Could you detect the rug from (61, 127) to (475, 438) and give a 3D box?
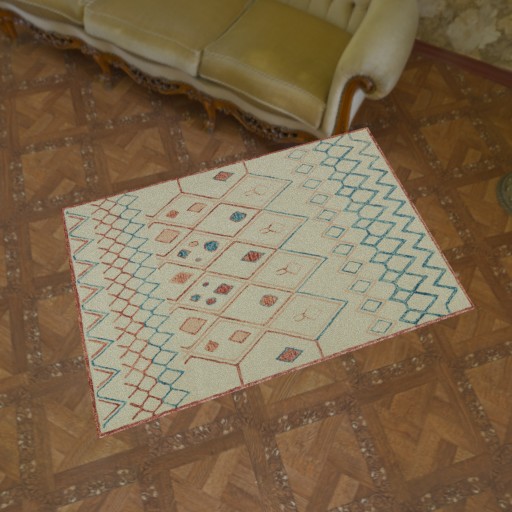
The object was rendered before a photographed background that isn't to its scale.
[{"bbox_3d":[0.000,0.000,2.277,1.829,0.016,1.219,-17,64,-8],"label":"rug"}]
